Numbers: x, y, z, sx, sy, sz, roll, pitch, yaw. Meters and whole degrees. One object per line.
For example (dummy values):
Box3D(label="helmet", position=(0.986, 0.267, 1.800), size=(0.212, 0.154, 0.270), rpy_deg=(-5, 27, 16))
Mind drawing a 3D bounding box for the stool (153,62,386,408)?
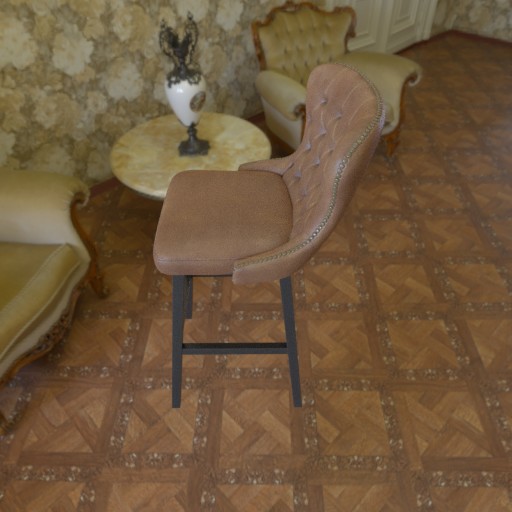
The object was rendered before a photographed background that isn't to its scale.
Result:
Box3D(label="stool", position=(0.000, 0.000, 1.392), size=(0.601, 1.050, 0.528), rpy_deg=(0, 42, 0))
